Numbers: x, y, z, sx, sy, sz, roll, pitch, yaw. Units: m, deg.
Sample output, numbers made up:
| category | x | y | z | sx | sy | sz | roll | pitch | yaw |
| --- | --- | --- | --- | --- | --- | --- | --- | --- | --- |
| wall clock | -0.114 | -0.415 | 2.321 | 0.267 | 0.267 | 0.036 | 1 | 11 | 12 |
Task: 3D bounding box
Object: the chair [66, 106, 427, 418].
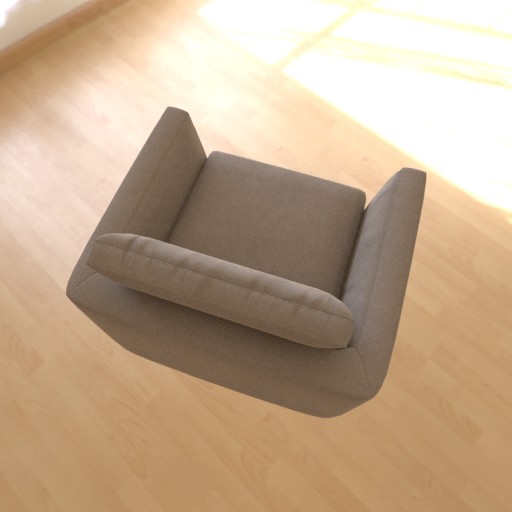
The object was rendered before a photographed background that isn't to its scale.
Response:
| category | x | y | z | sx | sy | sz | roll | pitch | yaw |
| --- | --- | --- | --- | --- | --- | --- | --- | --- | --- |
| chair | 0.000 | 0.000 | 1.665 | 1.041 | 0.864 | 0.889 | 17 | 64 | 8 |
